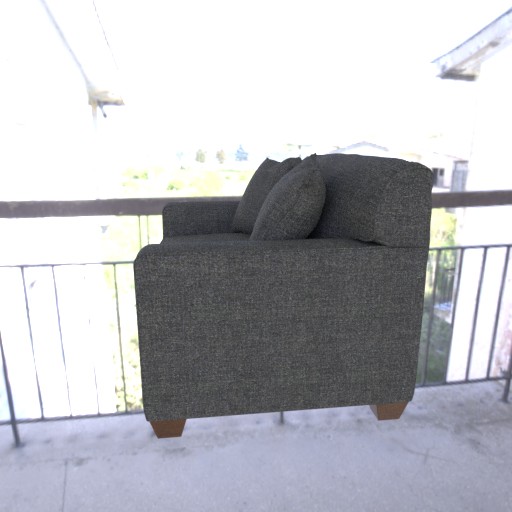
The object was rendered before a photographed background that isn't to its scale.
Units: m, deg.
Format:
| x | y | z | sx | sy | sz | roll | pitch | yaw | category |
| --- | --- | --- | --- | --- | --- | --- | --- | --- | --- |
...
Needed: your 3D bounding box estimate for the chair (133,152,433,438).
| x | y | z | sx | sy | sz | roll | pitch | yaw | category |
| --- | --- | --- | --- | --- | --- | --- | --- | --- | --- |
| 0.000 | 0.000 | 2.082 | 1.000 | 0.948 | 1.383 | -2 | 14 | -7 | chair |
